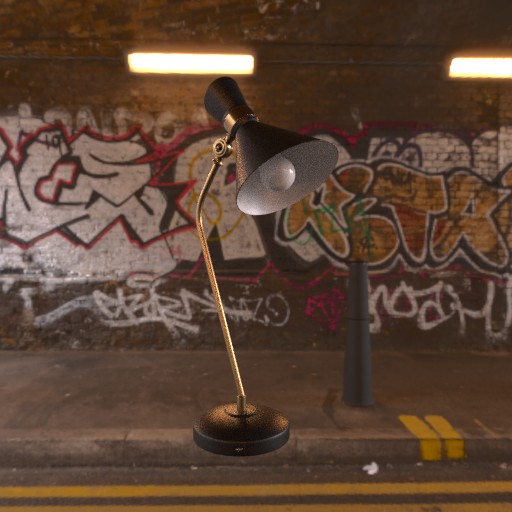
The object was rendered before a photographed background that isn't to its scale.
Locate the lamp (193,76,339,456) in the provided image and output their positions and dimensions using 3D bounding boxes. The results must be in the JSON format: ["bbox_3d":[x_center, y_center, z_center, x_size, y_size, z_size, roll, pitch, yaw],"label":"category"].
[{"bbox_3d":[0.000,0.000,0.779,0.292,0.647,0.189,0,0,38],"label":"lamp"}]
